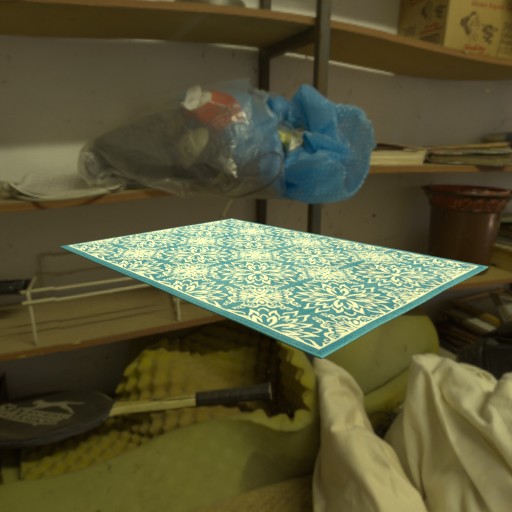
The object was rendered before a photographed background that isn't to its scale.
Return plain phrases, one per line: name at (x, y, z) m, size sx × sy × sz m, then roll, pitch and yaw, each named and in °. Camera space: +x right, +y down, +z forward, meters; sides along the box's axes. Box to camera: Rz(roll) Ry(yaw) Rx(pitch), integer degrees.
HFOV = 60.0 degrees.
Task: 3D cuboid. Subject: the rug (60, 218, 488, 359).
rug at (0.000, 0.000, 2.763) m, size 1.554 × 0.012 × 2.205 m, roll -14°, pitch 20°, yaw -43°
